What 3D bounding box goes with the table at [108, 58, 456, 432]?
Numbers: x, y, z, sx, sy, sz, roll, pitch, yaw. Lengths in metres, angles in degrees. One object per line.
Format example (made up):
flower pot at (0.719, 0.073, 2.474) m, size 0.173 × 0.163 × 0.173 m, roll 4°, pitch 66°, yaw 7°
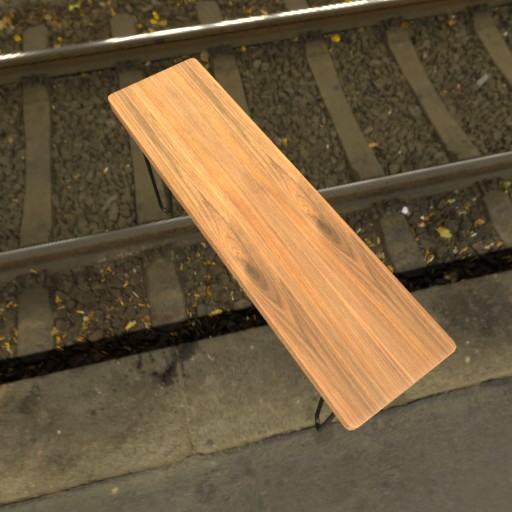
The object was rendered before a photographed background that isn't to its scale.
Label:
table at (0.000, 0.000, 1.957) m, size 0.425 × 0.834 × 1.570 m, roll -31°, pitch 67°, yaw -15°
